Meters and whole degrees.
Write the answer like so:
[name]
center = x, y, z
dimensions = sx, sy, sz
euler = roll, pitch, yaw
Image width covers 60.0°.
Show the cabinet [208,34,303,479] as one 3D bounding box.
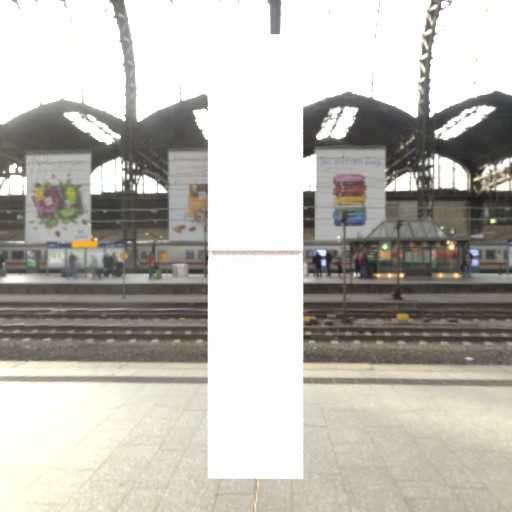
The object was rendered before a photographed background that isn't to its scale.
[cabinet]
center = 0.000, 0.000, 1.531
dimensions = 0.300, 1.400, 0.269
euler = 0, 0, 1
